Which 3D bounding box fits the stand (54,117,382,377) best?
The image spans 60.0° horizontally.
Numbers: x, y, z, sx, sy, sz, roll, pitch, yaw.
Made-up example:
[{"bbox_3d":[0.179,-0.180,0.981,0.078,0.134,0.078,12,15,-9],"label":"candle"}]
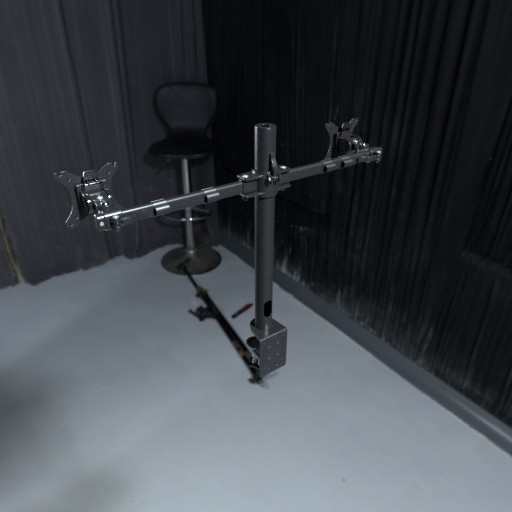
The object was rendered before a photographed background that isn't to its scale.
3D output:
[{"bbox_3d":[0.000,0.000,1.018,0.743,0.603,0.150,-19,35,-30],"label":"stand"}]
